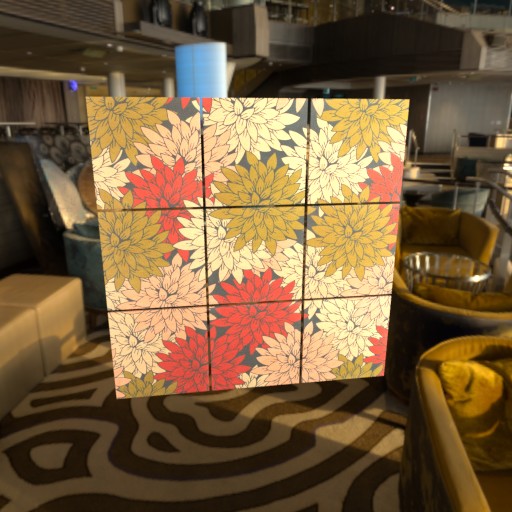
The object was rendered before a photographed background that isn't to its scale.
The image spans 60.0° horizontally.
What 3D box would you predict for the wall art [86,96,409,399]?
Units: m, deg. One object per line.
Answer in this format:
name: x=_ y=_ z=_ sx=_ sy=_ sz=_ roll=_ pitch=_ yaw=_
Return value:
wall art: x=0.000 y=0.000 z=2.284 sx=1.519 sy=1.534 sz=0.013 roll=-3 pitch=17 yaw=-8
